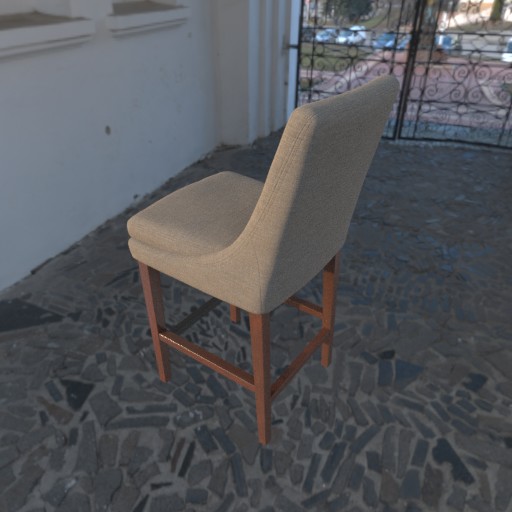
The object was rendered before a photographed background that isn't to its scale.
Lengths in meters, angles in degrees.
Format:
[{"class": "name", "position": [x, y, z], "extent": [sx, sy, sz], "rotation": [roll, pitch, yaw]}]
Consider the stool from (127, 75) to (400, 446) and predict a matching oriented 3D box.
[{"class": "stool", "position": [0.000, 0.000, 1.281], "extent": [0.577, 0.981, 0.470], "rotation": [21, 38, 30]}]
